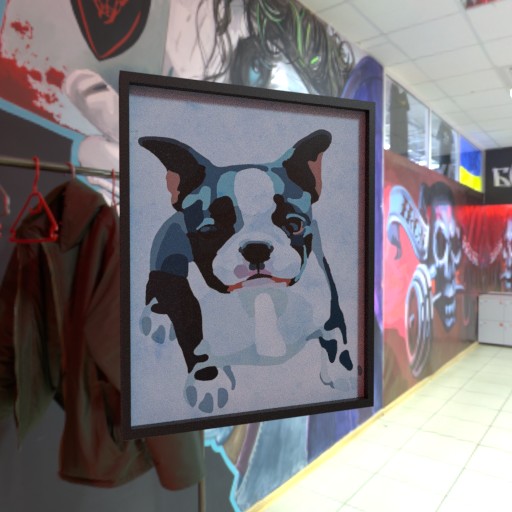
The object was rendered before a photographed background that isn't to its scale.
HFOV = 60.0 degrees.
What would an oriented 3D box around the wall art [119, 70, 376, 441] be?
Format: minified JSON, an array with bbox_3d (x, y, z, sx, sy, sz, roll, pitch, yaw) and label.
[{"bbox_3d":[0.000,0.000,0.502,0.294,0.369,0.030,0,1,-19],"label":"wall art"}]
